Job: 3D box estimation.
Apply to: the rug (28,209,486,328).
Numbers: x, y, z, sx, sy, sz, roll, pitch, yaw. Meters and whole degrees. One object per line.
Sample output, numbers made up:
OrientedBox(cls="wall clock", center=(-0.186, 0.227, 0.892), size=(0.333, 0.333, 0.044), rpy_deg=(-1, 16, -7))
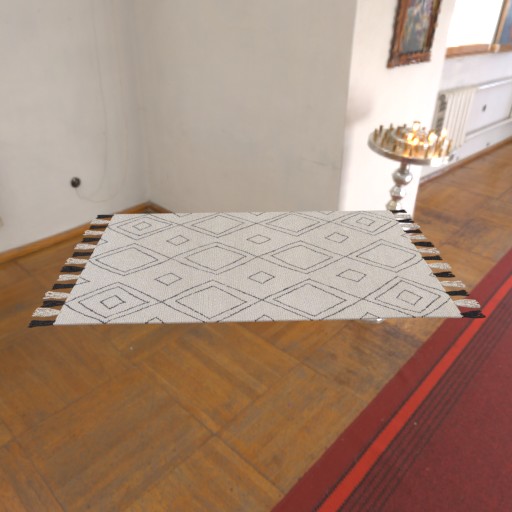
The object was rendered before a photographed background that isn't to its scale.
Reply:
OrientedBox(cls="rug", center=(0.000, 0.000, 3.270), size=(2.755, 0.021, 1.524), rpy_deg=(-1, 31, -2))
